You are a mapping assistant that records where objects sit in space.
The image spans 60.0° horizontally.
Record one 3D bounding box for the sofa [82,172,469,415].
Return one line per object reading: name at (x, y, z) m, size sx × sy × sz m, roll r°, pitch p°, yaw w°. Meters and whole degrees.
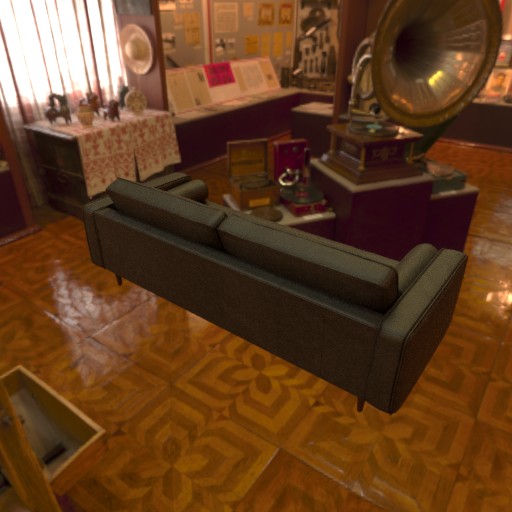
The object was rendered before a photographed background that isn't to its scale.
sofa at (0.000, 0.000, 2.692) m, size 2.210 × 0.762 × 0.914 m, roll 21°, pitch 35°, yaw 32°
